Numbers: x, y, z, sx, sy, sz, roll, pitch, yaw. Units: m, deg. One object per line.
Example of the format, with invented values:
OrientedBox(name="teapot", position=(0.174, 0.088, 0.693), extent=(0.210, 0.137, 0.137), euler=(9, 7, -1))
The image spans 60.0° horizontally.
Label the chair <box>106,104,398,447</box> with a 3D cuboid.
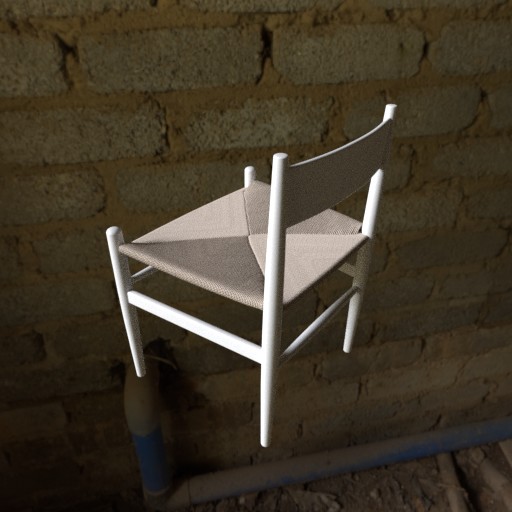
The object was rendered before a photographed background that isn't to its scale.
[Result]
OrientedBox(name="chair", position=(0.000, 0.000, 1.170), extent=(0.495, 0.762, 0.556), euler=(23, 39, 32))
